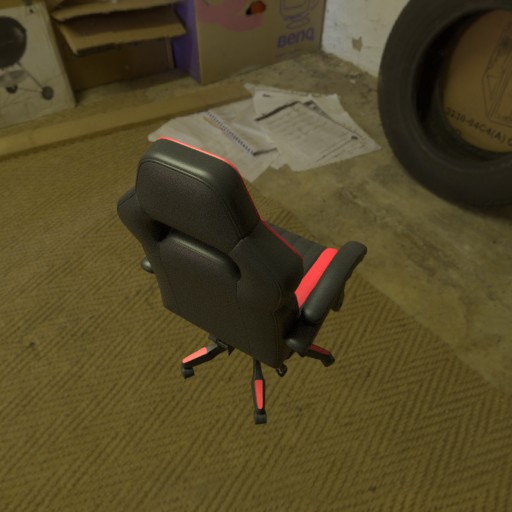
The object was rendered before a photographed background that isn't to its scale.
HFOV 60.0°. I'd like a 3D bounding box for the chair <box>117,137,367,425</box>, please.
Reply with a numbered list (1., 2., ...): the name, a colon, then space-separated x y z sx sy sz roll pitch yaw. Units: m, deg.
1. chair: 0.000 0.000 1.621 0.700 1.220 0.700 25 52 21
